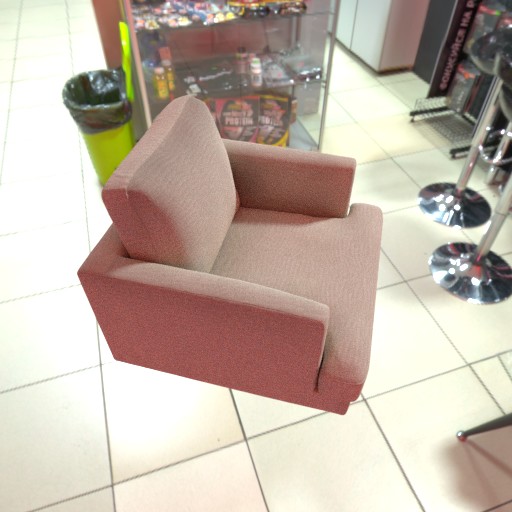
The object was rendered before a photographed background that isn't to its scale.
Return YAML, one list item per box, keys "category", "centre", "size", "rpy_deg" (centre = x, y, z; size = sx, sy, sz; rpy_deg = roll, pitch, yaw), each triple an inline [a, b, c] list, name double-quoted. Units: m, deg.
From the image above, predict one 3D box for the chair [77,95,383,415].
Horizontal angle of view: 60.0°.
- category: "chair"
  centre: [0.000, 0.000, 1.656]
  size: [0.899, 0.957, 0.858]
  rpy_deg: [11, 47, 10]
